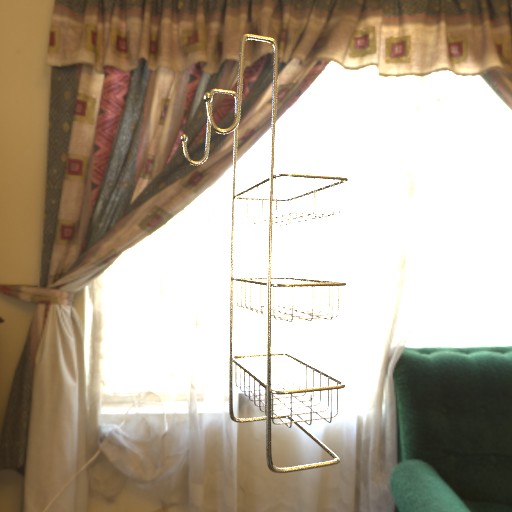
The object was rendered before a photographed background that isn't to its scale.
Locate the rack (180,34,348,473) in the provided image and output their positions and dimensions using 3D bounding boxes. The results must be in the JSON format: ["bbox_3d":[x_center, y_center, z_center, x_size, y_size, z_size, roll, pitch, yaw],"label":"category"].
[{"bbox_3d":[0.000,0.000,0.677,0.202,0.574,0.228,0,-1,-18],"label":"rack"}]
